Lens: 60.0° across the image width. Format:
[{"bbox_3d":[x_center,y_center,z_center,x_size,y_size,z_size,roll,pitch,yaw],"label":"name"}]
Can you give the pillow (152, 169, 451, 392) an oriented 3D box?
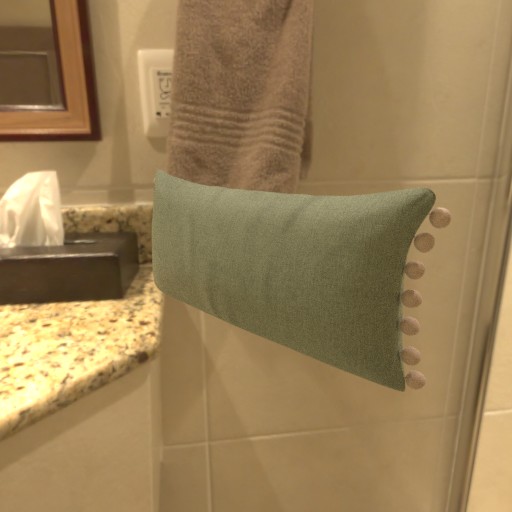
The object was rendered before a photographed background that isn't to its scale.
[{"bbox_3d":[0.000,0.000,0.864,0.709,0.322,0.201,15,22,42],"label":"pillow"}]
